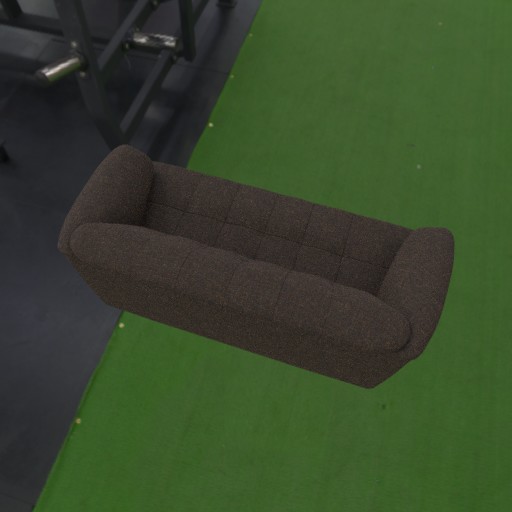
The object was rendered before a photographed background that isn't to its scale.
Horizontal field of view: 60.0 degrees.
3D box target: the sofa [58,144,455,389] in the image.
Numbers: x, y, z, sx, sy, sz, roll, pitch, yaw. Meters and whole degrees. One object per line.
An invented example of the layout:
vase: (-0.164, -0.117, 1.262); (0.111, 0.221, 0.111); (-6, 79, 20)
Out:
sofa: (0.000, 0.000, 2.309); (1.849, 0.790, 0.887); (16, 63, 8)
